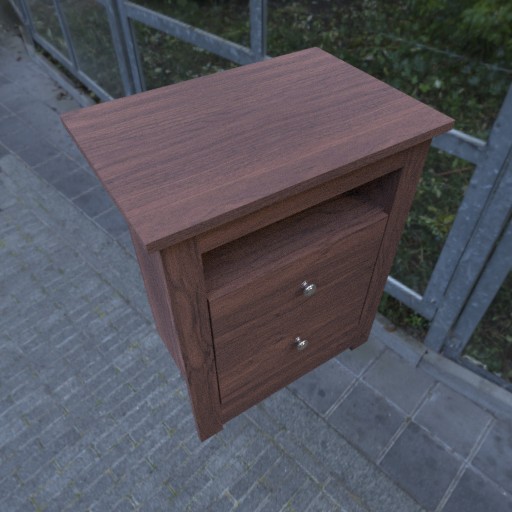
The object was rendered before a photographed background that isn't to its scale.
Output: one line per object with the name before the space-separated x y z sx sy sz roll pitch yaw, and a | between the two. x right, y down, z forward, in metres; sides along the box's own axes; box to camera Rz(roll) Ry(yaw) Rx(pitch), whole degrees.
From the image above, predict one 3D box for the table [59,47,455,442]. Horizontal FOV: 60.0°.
table | 0.000 0.000 1.050 0.589 0.711 0.406 -25 51 -22
